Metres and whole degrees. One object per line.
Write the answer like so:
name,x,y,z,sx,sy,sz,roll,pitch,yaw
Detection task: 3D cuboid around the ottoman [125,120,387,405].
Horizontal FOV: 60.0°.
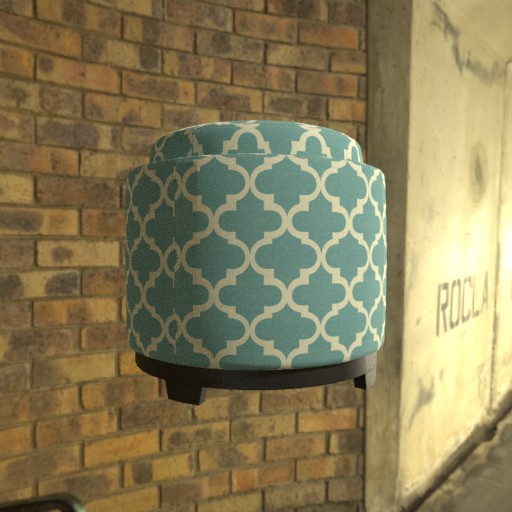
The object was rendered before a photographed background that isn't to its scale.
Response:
ottoman,0.000,0.000,0.847,0.480,0.429,0.480,0,1,0
